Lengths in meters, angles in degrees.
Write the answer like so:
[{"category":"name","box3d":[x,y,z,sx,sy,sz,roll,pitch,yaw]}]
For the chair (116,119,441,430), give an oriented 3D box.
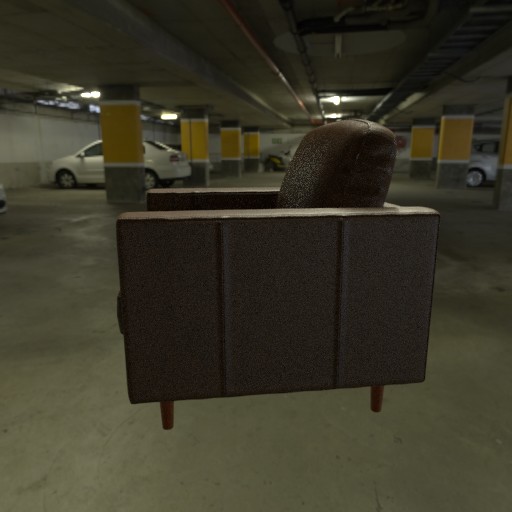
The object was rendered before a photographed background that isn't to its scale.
[{"category":"chair","box3d":[0.000,0.000,1.631,0.909,0.956,0.890,-2,13,-8]}]
